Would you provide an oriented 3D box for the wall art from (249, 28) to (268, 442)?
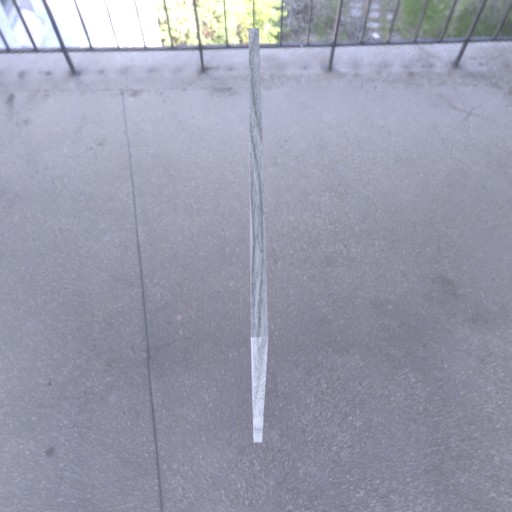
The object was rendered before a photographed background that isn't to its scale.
[{"bbox_3d":[0.000,0.000,0.758,0.016,0.507,0.508,-1,57,0],"label":"wall art"}]
